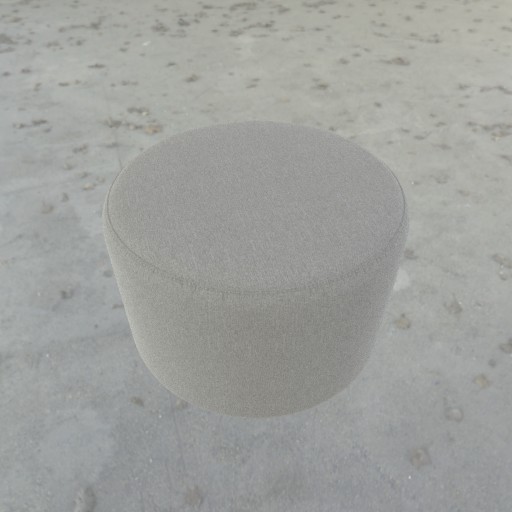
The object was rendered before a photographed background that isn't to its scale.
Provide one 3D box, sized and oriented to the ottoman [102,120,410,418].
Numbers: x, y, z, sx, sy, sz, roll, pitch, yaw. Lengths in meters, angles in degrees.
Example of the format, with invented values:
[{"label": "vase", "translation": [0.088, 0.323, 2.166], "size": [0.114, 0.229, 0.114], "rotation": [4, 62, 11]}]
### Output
[{"label": "ottoman", "translation": [0.000, 0.000, 1.004], "size": [0.608, 0.433, 0.608], "rotation": [0, 42, 0]}]
